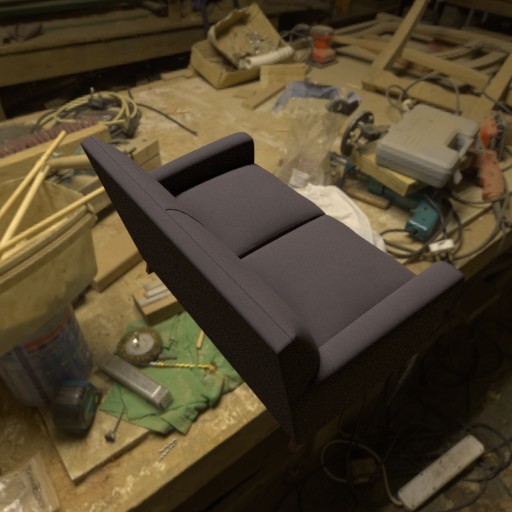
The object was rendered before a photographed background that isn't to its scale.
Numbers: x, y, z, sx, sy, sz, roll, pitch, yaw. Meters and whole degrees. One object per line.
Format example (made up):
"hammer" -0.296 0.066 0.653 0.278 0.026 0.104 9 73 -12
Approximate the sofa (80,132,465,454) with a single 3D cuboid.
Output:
"sofa" 0.000 0.000 1.958 0.871 0.846 1.420 -27 49 -26
